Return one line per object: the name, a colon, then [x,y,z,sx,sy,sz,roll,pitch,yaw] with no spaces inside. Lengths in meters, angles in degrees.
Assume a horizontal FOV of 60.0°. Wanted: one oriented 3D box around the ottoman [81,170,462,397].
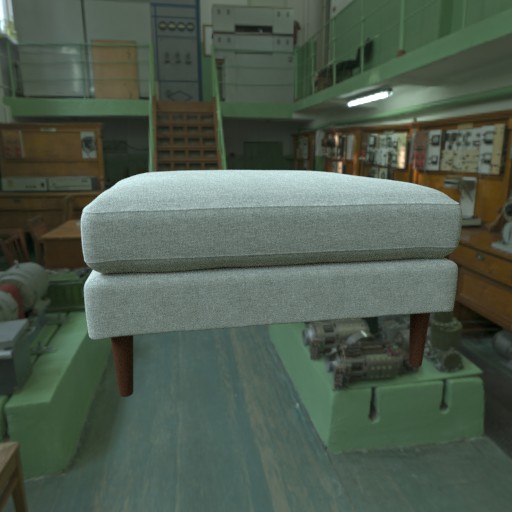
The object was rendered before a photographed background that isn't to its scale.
ottoman: [0.000,0.000,1.261,0.821,0.474,0.693,-3,14,-11]
